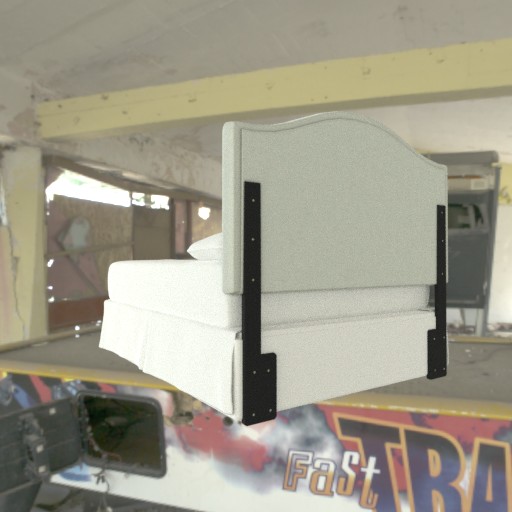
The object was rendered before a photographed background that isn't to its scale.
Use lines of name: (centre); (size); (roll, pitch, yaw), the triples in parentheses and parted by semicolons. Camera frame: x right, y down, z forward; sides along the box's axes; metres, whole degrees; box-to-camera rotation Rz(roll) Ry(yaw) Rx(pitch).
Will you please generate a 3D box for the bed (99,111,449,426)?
bed: (0.000, 0.000, 3.408); (1.813, 1.607, 2.180); (0, -1, -35)
